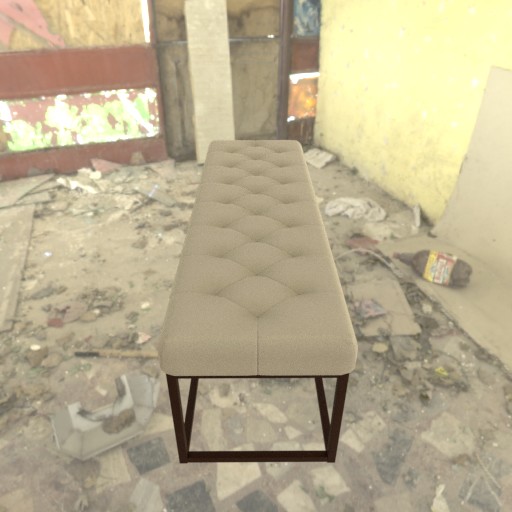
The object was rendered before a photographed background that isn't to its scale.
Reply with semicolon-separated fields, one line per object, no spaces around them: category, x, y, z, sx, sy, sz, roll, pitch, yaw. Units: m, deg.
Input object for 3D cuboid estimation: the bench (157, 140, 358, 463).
bench;0.000;0.000;1.762;0.479;0.488;1.488;0;32;0
